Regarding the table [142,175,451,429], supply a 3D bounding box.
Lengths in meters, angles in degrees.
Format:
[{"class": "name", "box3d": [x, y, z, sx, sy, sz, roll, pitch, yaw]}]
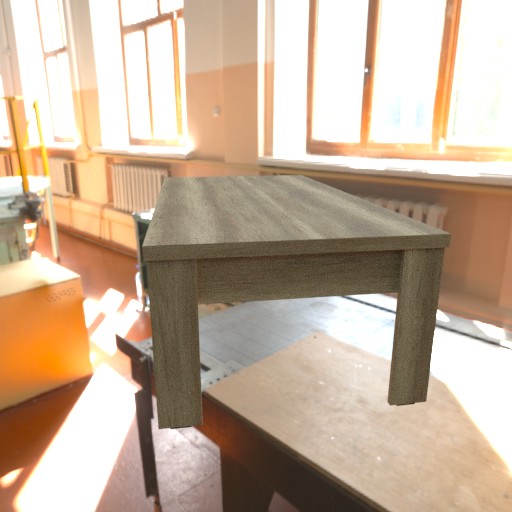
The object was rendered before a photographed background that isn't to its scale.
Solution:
[{"class": "table", "box3d": [0.000, 0.000, 1.679, 0.700, 0.460, 1.350, -3, 16, -9]}]
